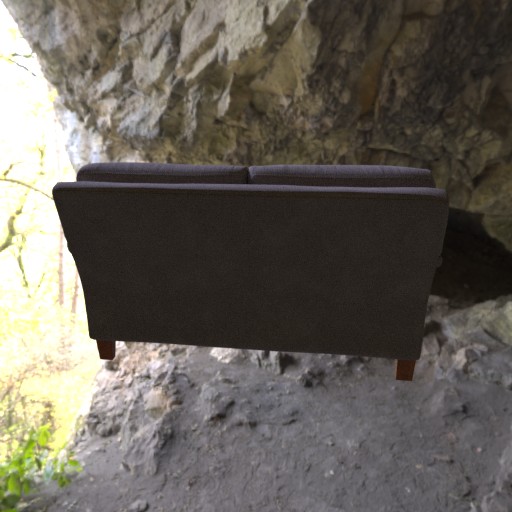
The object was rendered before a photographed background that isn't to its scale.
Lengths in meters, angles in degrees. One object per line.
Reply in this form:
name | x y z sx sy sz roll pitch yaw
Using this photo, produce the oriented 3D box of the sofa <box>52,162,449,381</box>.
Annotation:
sofa | 0.000 0.000 2.570 1.853 1.101 1.084 2 17 7
